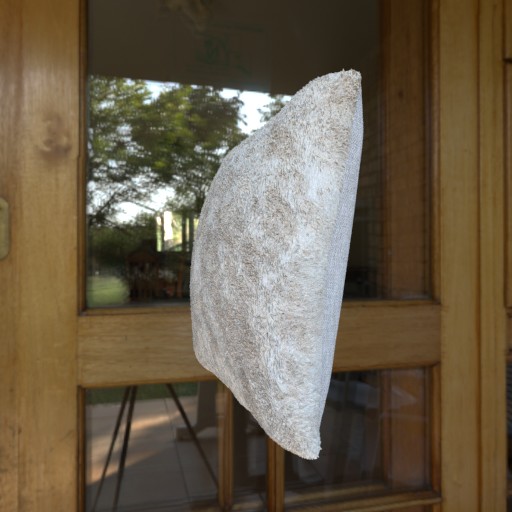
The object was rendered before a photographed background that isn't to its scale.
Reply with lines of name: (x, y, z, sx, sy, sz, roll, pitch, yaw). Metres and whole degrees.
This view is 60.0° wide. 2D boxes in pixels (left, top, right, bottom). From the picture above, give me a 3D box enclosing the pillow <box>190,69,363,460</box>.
pillow: (0.000, 0.000, 0.801, 0.218, 0.515, 0.529, 0, 0, -20)
